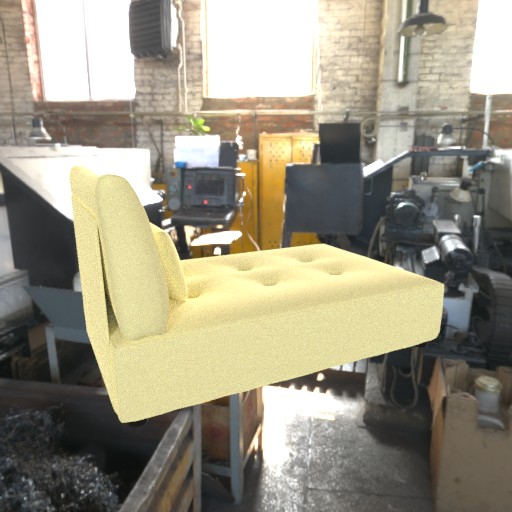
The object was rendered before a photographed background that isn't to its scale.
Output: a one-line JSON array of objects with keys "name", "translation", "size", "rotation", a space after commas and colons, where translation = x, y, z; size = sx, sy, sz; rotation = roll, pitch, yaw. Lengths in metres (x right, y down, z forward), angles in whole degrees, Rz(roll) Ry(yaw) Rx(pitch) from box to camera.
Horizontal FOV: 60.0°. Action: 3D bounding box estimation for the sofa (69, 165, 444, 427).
[{"name": "sofa", "translation": [0.000, 0.000, 2.012], "size": [1.450, 0.820, 0.930], "rotation": [-7, 16, -26]}]
